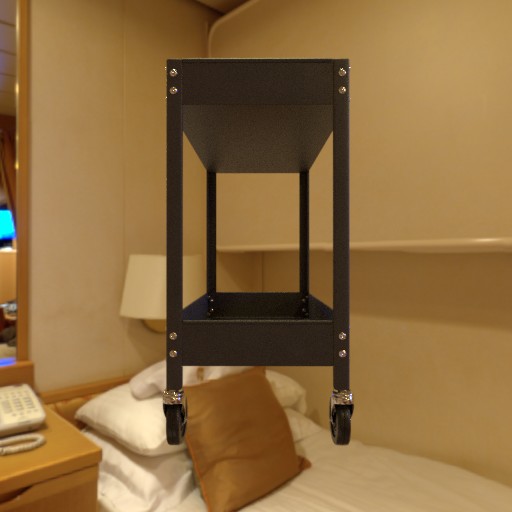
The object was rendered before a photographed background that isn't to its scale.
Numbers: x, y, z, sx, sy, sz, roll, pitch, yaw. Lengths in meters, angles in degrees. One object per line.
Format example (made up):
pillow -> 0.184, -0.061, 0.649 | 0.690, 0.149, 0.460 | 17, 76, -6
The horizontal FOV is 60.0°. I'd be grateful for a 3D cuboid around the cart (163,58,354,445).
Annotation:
cart -> 0.000, 0.000, 1.185 | 0.366, 0.719, 0.779 | 0, 0, 0
